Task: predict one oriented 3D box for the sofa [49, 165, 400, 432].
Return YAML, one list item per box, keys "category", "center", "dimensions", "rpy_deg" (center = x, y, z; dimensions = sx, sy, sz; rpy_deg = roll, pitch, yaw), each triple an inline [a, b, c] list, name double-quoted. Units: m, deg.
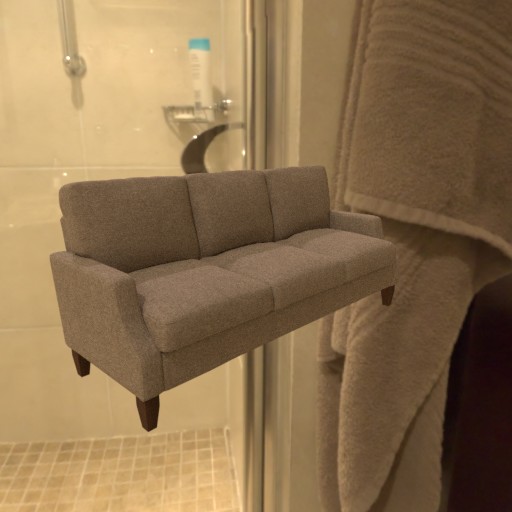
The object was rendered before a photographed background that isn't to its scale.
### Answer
- category: "sofa"
  center: [0.000, 0.000, 2.677]
  dimensions: [0.888, 0.984, 2.115]
  rpy_deg: [14, 21, 43]
